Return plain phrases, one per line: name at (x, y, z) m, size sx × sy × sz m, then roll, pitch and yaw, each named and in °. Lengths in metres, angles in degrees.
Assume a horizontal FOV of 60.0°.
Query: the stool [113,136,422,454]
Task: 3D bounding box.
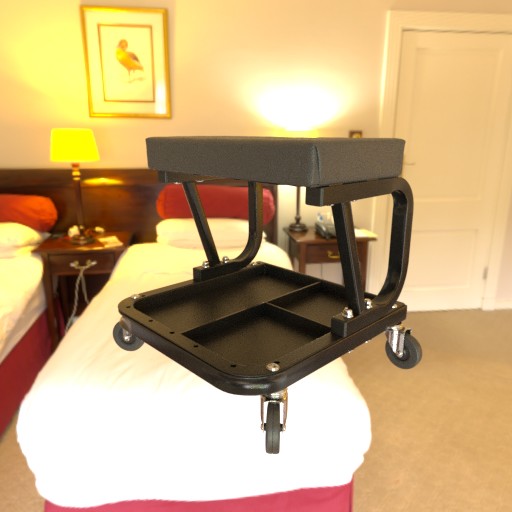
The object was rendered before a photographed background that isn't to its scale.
stool at (0.000, 0.000, 0.733) m, size 0.371 × 0.380 × 0.446 m, roll -15°, pitch 22°, yaw -42°
